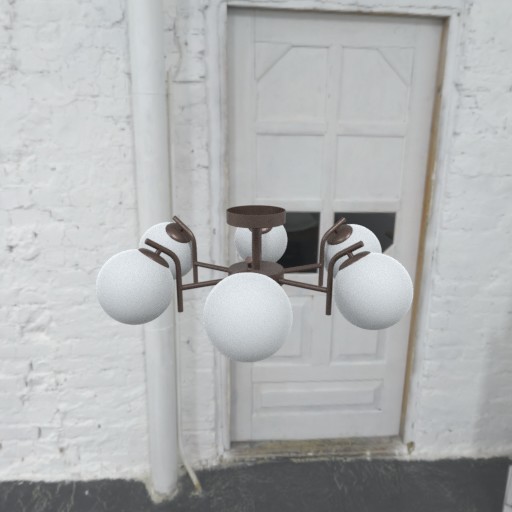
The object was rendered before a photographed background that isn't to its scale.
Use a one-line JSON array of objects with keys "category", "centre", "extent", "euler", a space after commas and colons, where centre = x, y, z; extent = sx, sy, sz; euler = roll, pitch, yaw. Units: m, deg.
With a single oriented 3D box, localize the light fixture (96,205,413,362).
[{"category": "light fixture", "centre": [0.000, 0.000, 0.957], "extent": [0.662, 0.201, 0.662], "euler": [0, 16, 0]}]
